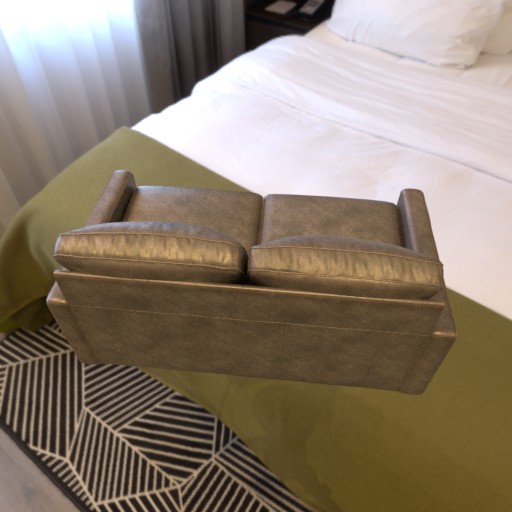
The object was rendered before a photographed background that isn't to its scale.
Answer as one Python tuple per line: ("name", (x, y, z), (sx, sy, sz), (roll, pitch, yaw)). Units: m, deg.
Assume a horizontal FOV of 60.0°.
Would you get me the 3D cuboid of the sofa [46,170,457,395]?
("sofa", (0.000, 0.000, 2.210), (1.732, 0.916, 0.939), (4, 47, 4))
